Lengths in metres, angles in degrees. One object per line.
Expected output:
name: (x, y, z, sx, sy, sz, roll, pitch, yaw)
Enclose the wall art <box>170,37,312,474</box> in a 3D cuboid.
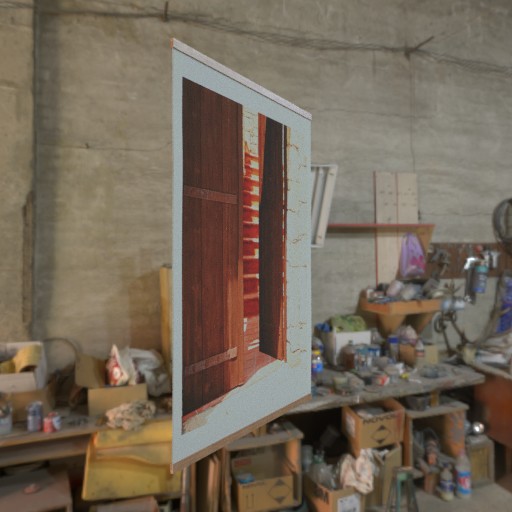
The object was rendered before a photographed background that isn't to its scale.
wall art: (0.000, 0.000, 1.965, 0.019, 1.527, 1.019, 0, 0, 35)
